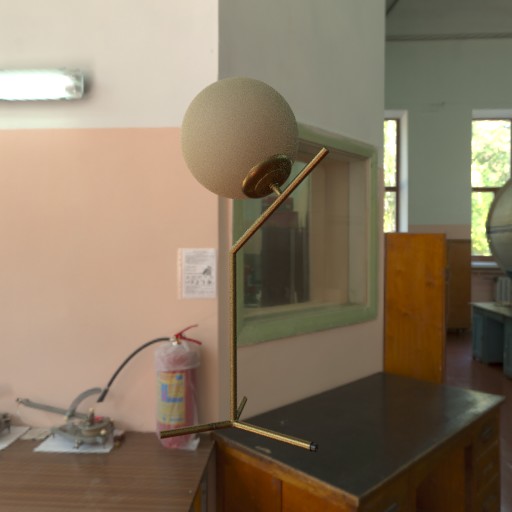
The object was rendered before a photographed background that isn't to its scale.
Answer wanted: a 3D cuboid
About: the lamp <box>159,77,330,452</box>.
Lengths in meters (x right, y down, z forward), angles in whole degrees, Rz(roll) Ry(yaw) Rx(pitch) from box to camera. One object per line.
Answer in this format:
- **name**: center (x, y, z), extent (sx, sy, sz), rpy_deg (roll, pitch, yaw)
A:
- **lamp**: center (0.000, 0.000, 0.684), extent (0.251, 0.552, 0.210), rpy_deg (1, 1, 37)
